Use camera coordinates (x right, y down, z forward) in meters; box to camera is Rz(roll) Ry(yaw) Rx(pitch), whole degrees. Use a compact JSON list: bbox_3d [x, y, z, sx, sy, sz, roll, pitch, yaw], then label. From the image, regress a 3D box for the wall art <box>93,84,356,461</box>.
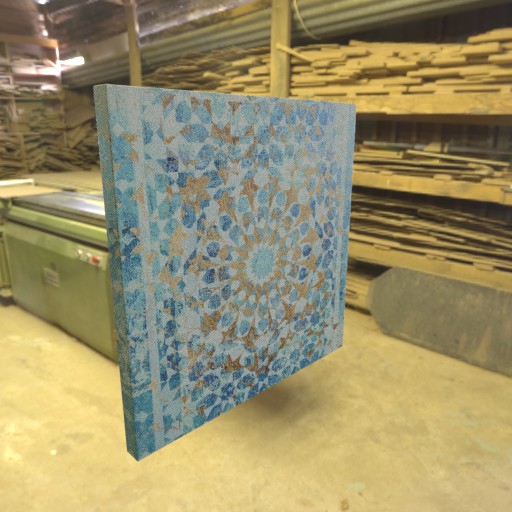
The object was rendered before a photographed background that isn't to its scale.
[{"bbox_3d":[0.000,0.000,0.899,0.609,0.609,0.040,-15,21,-42],"label":"wall art"}]
